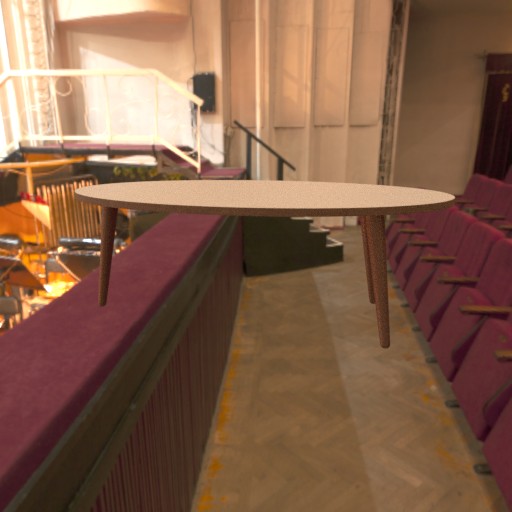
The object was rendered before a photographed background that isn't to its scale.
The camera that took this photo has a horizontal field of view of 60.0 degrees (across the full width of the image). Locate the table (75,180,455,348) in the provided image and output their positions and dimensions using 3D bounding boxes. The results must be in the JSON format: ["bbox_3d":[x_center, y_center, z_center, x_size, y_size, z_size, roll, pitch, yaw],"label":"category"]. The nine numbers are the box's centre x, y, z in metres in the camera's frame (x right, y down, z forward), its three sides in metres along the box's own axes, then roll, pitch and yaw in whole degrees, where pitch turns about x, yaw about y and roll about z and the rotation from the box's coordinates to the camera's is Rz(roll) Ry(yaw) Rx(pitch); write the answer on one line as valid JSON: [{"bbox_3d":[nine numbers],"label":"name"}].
[{"bbox_3d":[0.000,0.000,1.335,1.083,0.390,0.542,2,16,8],"label":"table"}]
